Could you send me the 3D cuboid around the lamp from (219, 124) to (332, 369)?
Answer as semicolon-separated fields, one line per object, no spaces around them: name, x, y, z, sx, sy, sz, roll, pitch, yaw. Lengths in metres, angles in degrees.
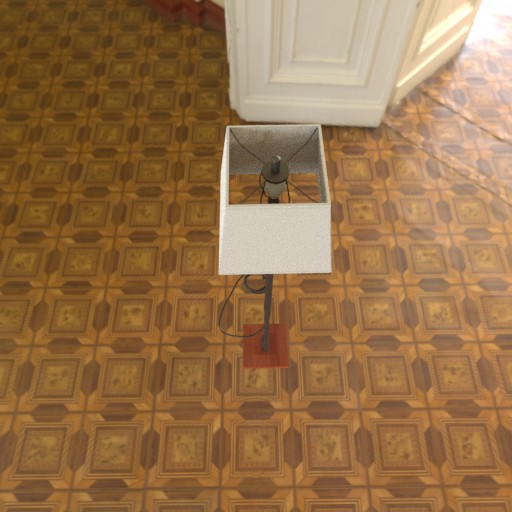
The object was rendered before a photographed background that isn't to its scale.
lamp;0.000;0.000;2.077;0.472;1.712;0.745;-1;61;0
